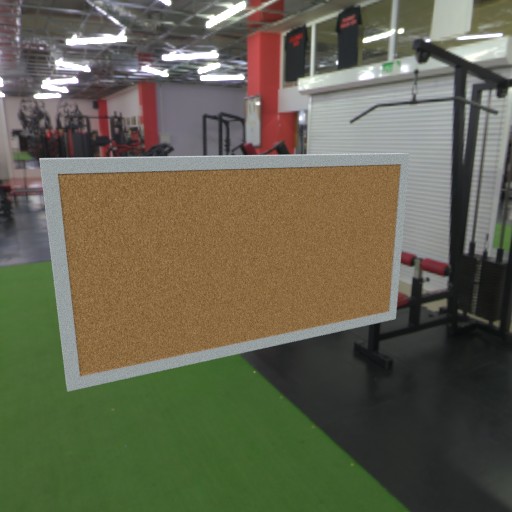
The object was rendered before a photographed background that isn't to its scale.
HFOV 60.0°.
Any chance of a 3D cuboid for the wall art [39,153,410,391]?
[{"bbox_3d":[0.000,0.000,0.974,0.812,0.431,0.038,-7,16,-25],"label":"wall art"}]
